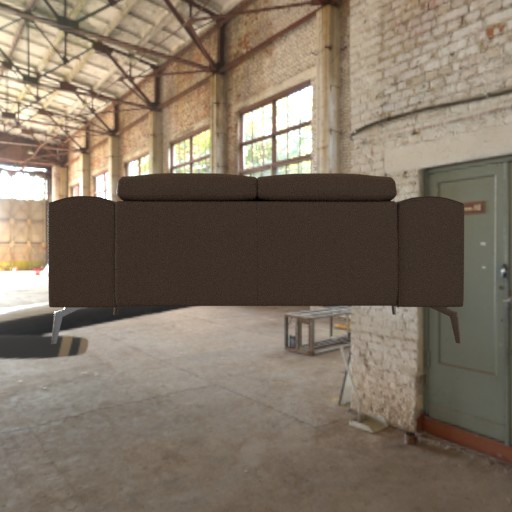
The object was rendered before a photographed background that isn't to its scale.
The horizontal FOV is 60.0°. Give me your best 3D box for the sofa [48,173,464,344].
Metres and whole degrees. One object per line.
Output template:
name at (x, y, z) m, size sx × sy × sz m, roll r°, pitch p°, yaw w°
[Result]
sofa at (0.000, 0.000, 2.467) m, size 1.895 × 0.779 × 1.003 m, roll 0°, pitch 1°, yaw -1°
